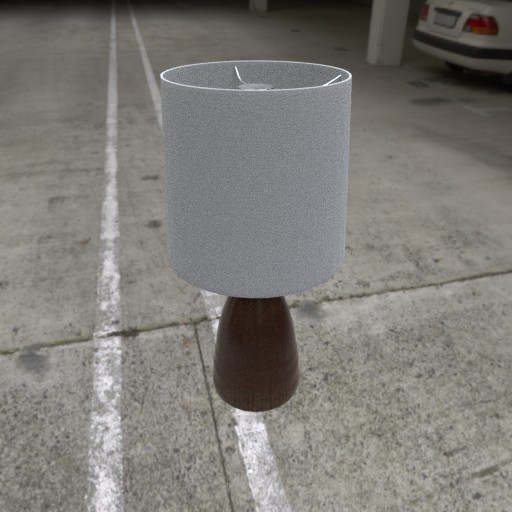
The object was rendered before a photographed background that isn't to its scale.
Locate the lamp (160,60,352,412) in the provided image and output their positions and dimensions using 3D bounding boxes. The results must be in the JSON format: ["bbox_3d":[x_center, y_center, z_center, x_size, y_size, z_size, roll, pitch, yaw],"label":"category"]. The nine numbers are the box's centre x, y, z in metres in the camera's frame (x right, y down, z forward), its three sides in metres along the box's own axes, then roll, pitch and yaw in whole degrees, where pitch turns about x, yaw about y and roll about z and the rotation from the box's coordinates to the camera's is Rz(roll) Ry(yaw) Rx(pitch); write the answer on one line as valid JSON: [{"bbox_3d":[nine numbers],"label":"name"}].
[{"bbox_3d":[0.000,0.000,0.479,0.186,0.369,0.186,0,31,0],"label":"lamp"}]
